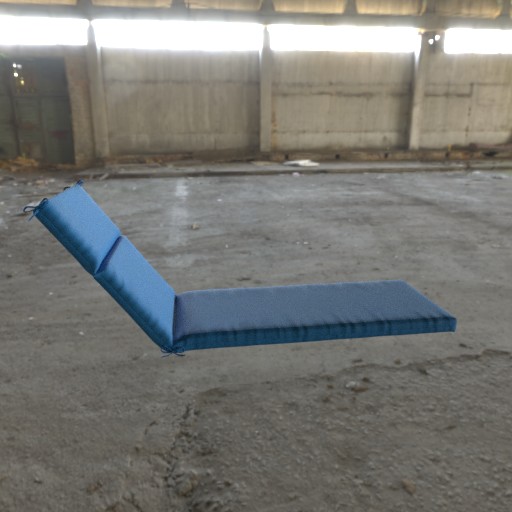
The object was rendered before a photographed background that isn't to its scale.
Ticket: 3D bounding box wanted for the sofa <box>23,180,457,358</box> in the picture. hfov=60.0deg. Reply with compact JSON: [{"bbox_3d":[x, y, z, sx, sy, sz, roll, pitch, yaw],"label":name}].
[{"bbox_3d":[0.000,0.000,1.931,1.663,0.622,0.582,-2,17,-8],"label":"sofa"}]
